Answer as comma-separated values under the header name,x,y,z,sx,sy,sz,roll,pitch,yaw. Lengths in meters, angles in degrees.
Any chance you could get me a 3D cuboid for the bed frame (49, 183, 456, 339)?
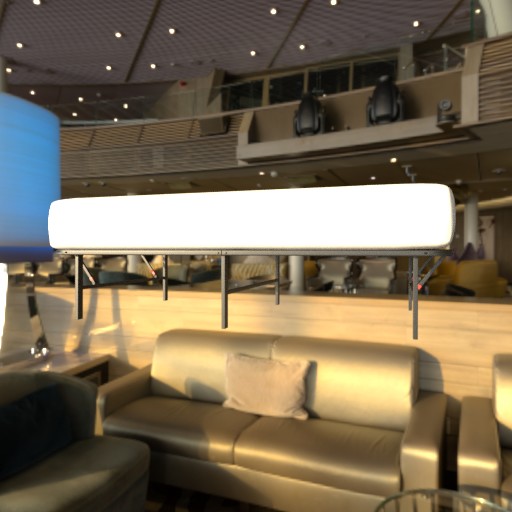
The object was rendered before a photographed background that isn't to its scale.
name,x,y,z,sx,sy,sz,roll,pitch,yaw
bed frame,0.000,0.000,2.422,1.908,0.640,1.025,0,1,18
